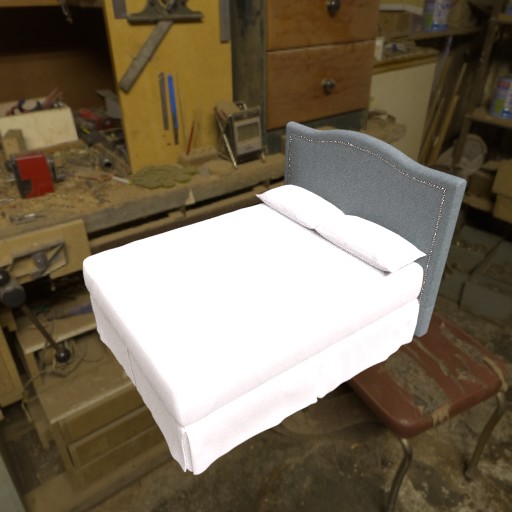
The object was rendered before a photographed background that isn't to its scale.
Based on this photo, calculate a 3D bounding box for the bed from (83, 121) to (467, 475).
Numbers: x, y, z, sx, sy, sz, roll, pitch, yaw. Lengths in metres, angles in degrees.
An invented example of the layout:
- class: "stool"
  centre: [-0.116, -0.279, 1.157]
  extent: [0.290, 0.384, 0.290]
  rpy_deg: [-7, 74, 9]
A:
- class: "bed"
  centre: [0.000, 0.000, 3.263]
  extent: [2.143, 1.460, 1.753]
  rpy_deg: [-21, 37, -30]
